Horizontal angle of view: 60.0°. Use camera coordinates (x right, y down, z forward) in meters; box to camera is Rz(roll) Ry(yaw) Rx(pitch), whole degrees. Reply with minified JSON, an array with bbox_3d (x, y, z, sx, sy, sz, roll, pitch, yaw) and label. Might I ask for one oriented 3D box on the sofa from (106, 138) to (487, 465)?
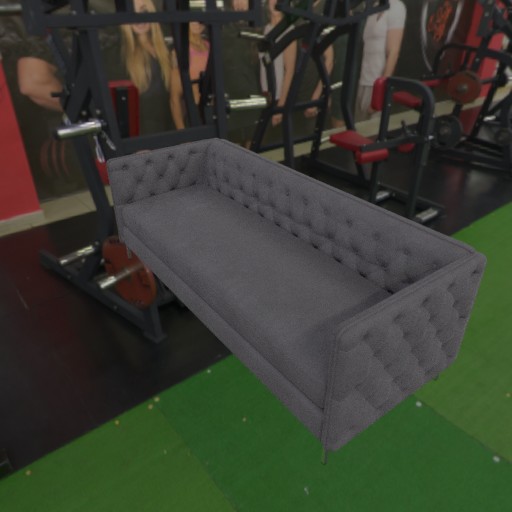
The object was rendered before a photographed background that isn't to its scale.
[{"bbox_3d":[0.000,0.000,2.595,0.895,0.771,2.209,-21,37,-31],"label":"sofa"}]
